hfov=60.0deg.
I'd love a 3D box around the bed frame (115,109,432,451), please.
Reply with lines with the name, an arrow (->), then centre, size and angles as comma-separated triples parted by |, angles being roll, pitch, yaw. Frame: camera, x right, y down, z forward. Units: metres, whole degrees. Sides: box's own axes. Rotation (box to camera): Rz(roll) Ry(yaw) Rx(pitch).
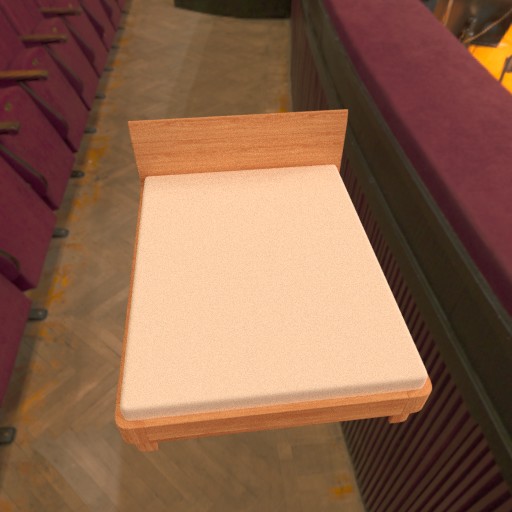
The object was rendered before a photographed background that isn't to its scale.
bed frame -> 0.000, 0.000, 2.925 | 1.660, 0.940, 2.092 | -5, 45, -5
